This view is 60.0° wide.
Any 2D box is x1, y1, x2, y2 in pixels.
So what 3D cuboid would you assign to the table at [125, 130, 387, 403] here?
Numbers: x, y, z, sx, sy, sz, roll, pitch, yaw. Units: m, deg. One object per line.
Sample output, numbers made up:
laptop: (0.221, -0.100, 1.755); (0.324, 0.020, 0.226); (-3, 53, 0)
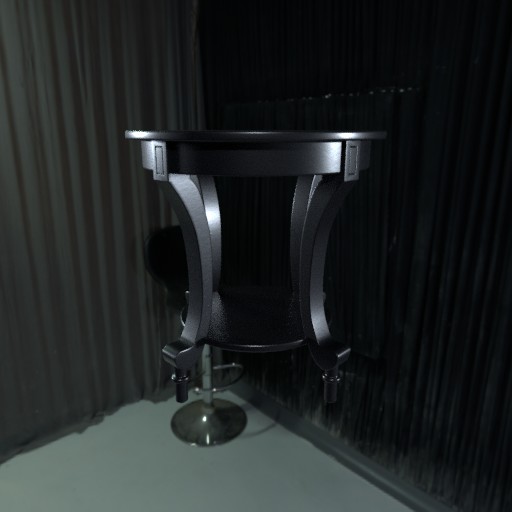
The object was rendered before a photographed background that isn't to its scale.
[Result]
table: (0.000, 0.000, 1.134); (0.597, 0.618, 0.597); (0, 16, 0)
